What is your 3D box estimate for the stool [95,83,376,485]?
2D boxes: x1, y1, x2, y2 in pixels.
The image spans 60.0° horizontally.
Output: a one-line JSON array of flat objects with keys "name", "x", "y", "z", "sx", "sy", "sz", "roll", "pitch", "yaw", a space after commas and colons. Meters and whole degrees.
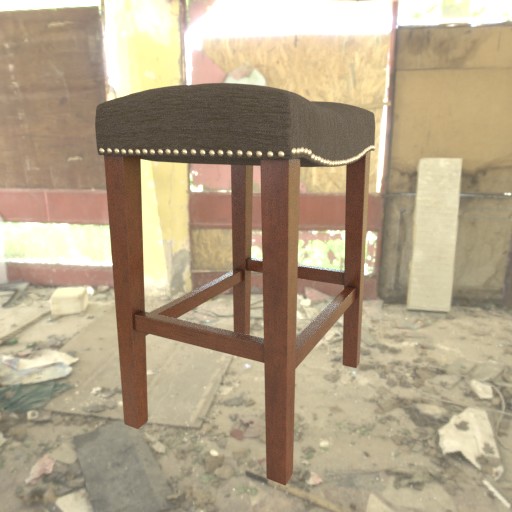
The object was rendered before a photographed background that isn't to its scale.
[{"name": "stool", "x": 0.000, "y": 0.000, "z": 0.954, "sx": 0.372, "sy": 0.654, "sz": 0.504, "roll": 8, "pitch": 17, "yaw": 26}]
